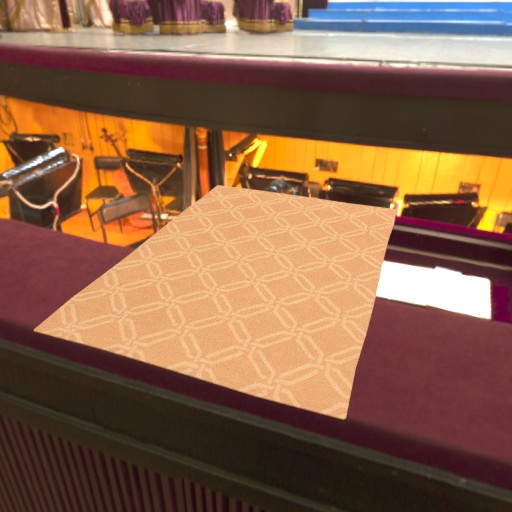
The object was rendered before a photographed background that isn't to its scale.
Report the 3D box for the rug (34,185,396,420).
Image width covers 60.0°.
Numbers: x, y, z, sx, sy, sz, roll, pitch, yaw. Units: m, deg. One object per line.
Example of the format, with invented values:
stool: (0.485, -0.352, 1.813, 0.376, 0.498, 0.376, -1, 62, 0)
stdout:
rug: (0.000, 0.000, 2.767, 1.524, 0.013, 2.135, 10, 31, 18)
